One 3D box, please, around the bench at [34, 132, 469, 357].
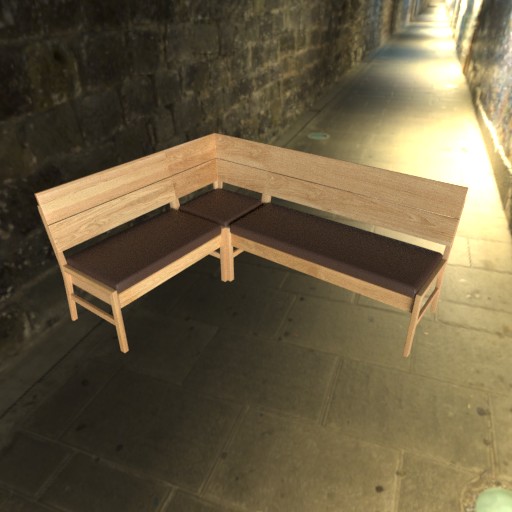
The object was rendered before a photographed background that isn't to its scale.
[{"bbox_3d":[0.000,0.000,2.766,1.975,0.890,1.549,20,36,30],"label":"bench"}]
